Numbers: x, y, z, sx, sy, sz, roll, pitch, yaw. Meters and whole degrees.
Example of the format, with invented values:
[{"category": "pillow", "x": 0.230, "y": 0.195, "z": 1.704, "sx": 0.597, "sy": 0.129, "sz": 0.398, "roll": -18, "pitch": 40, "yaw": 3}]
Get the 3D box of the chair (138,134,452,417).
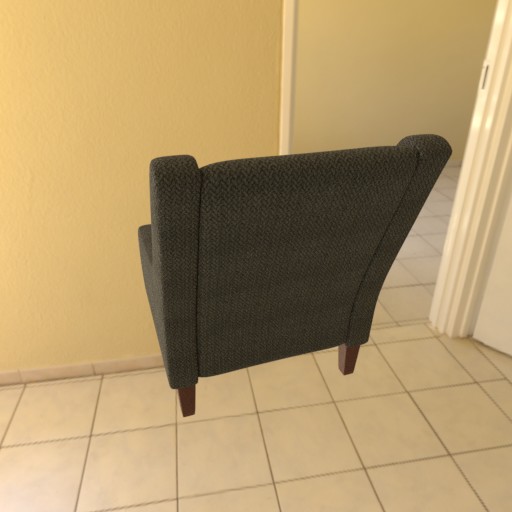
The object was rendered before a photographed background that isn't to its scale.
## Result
[{"category": "chair", "x": 0.000, "y": 0.000, "z": 1.662, "sx": 0.793, "sy": 1.012, "sz": 0.944, "roll": -9, "pitch": 29, "yaw": -17}]
